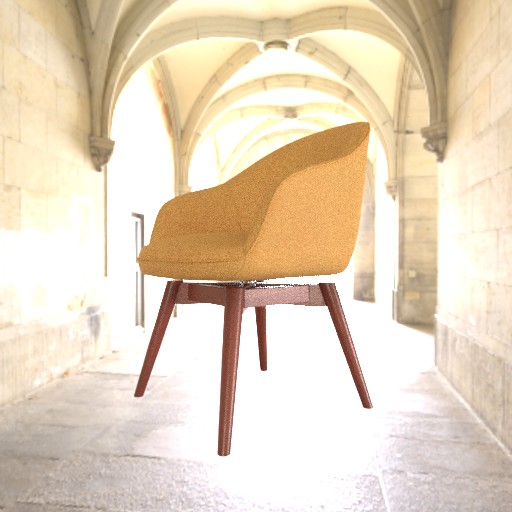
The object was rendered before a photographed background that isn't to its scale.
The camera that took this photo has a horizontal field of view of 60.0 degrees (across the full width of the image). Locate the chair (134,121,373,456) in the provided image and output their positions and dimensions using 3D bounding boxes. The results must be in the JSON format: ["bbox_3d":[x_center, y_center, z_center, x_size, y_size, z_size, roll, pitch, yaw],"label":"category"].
[{"bbox_3d":[0.000,0.000,1.266,0.635,0.823,0.596,0,1,-37],"label":"chair"}]
